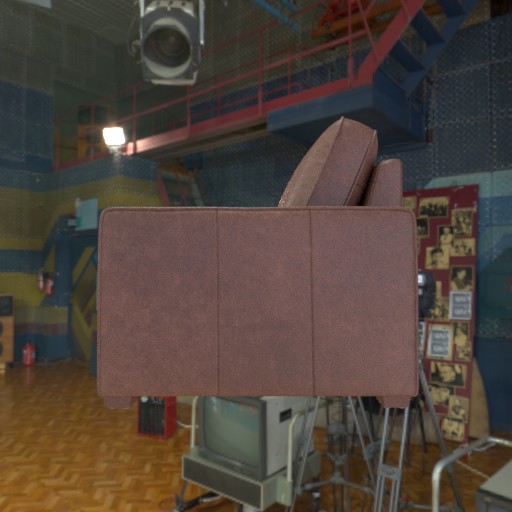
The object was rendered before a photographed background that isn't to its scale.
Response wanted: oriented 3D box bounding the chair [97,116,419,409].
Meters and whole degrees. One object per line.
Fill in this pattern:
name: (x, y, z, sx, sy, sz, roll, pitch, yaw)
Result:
chair: (0.000, 0.000, 1.765, 0.940, 0.919, 1.017, 0, -2, 0)
